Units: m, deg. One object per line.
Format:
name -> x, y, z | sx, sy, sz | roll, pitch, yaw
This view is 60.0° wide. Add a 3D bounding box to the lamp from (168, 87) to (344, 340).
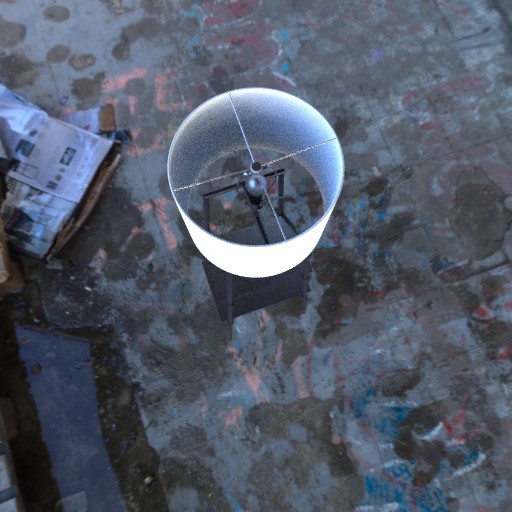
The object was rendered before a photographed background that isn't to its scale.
lamp -> 0.000, 0.000, 1.650 | 0.427, 1.474, 0.384 | -19, 75, -5
